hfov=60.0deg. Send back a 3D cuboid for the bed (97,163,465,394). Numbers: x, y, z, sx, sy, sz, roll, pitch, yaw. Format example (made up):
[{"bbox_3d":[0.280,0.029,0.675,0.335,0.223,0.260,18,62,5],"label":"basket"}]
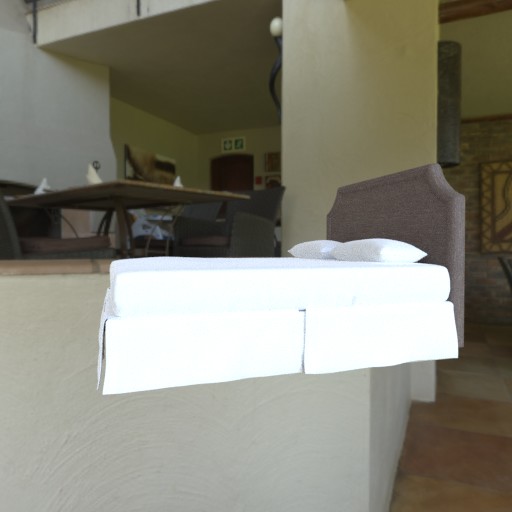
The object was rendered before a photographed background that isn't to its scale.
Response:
[{"bbox_3d":[0.000,0.000,4.109,2.773,1.590,2.350,0,1,-18],"label":"bed"}]
